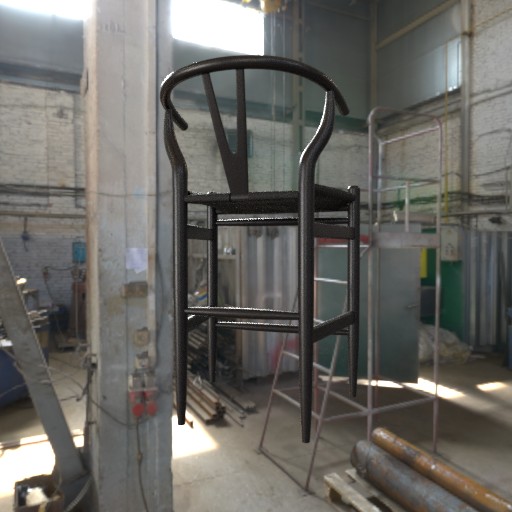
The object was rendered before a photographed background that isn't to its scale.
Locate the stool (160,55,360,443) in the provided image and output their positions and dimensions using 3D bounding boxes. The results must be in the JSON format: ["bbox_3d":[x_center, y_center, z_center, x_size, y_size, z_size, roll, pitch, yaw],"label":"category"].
[{"bbox_3d":[0.000,0.000,1.343,0.569,0.970,0.579,0,1,18],"label":"stool"}]
